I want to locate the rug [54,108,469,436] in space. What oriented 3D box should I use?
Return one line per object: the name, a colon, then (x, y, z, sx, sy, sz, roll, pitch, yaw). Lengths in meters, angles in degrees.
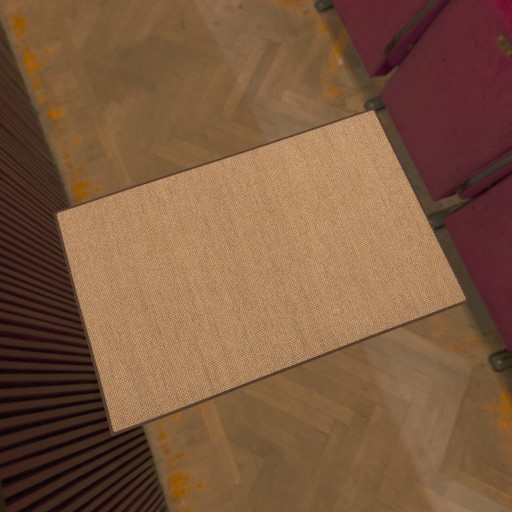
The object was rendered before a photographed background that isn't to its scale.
rug: (0.000, 0.000, 2.061, 1.676, 0.013, 1.067, -19, 76, -5)
